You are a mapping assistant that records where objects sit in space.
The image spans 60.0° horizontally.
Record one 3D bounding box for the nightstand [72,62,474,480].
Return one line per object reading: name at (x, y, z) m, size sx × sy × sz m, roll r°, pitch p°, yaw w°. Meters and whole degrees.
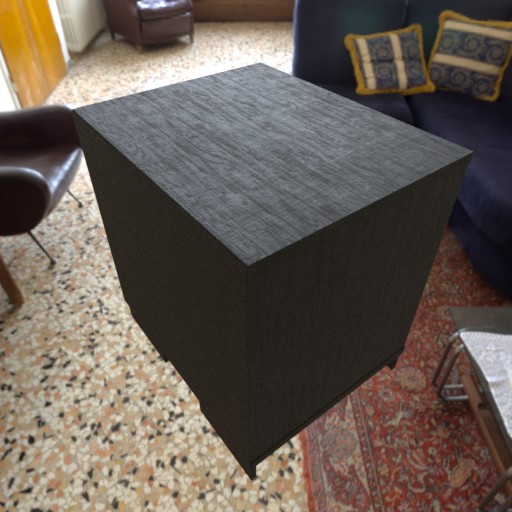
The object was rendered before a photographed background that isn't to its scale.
nightstand at (0.000, 0.000, 0.736) m, size 0.347 × 0.448 × 0.427 m, roll -26°, pitch 47°, yaw -27°
